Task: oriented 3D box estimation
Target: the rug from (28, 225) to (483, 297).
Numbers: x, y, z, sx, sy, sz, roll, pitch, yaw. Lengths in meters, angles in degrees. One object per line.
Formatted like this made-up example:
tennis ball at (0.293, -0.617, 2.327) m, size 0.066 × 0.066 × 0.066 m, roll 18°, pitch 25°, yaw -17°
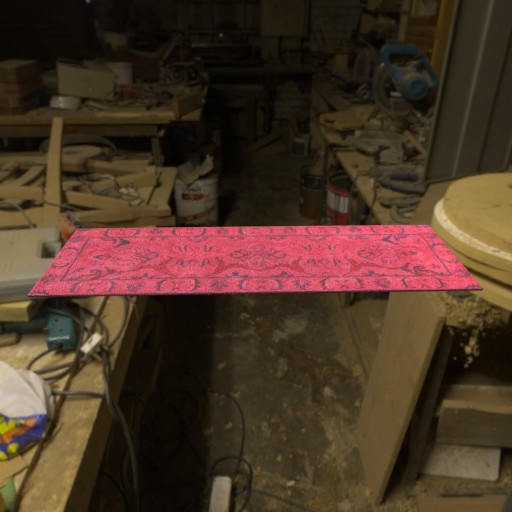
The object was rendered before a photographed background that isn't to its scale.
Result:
rug at (0.000, 0.000, 2.722) m, size 2.439 × 0.018 × 0.813 m, roll -1°, pitch 29°, yaw -1°
